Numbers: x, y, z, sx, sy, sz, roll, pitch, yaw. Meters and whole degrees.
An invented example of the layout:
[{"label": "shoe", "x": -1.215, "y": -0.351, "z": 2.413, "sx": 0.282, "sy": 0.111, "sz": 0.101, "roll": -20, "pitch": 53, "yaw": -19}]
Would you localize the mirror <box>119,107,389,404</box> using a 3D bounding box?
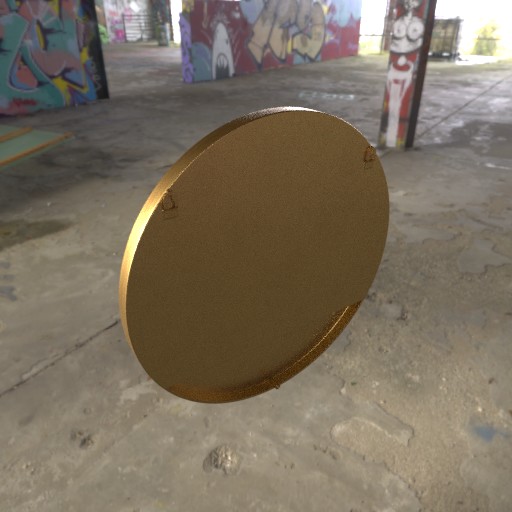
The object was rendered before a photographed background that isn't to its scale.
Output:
[{"label": "mirror", "x": 0.000, "y": 0.000, "z": 0.690, "sx": 0.457, "sy": 0.457, "sz": 0.133, "roll": -18, "pitch": 34, "yaw": -29}]
